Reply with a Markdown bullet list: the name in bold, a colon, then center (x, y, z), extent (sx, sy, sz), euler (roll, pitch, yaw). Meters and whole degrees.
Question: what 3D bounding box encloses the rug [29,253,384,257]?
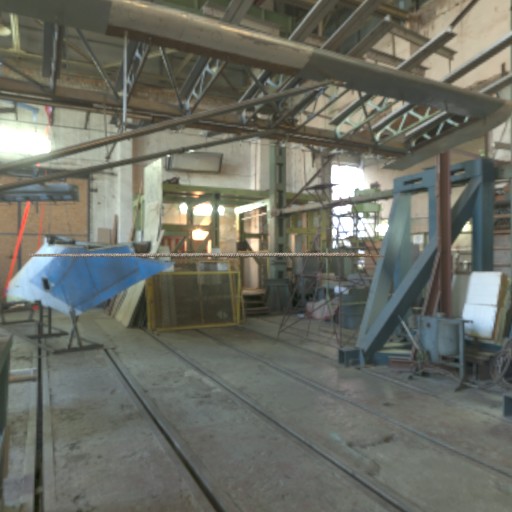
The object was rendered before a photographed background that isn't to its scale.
- **rug**: center (0.000, 0.000, 2.959), extent (1.547, 0.013, 2.283), euler (0, 0, 19)
